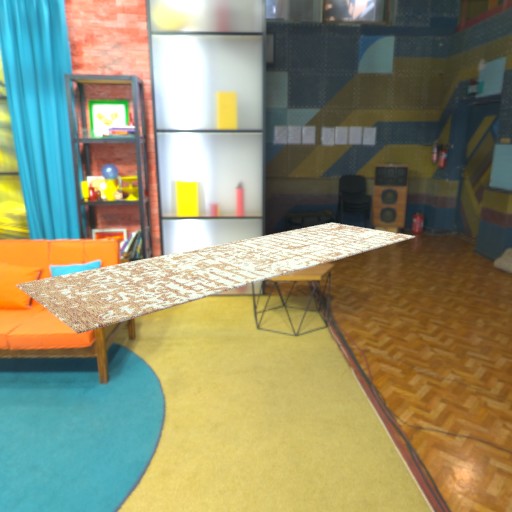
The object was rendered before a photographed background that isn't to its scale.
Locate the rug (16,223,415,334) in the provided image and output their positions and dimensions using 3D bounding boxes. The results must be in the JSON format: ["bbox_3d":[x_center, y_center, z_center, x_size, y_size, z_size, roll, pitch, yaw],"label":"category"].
[{"bbox_3d":[0.000,0.000,2.649,2.435,0.011,0.750,-13,19,-41],"label":"rug"}]
